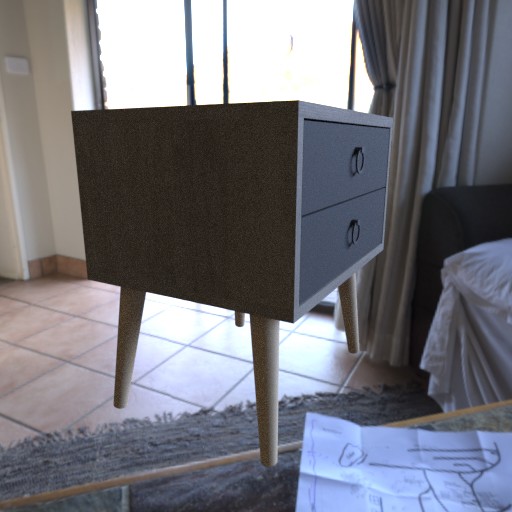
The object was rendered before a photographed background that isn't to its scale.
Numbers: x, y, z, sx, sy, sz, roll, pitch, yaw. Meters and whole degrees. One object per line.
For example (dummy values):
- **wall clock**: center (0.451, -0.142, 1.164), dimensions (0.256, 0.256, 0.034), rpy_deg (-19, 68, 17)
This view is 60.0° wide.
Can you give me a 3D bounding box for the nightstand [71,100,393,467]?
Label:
- **nightstand**: center (0.000, 0.000, 0.823), dimensions (0.380, 0.500, 0.450), rpy_deg (8, 17, 28)
